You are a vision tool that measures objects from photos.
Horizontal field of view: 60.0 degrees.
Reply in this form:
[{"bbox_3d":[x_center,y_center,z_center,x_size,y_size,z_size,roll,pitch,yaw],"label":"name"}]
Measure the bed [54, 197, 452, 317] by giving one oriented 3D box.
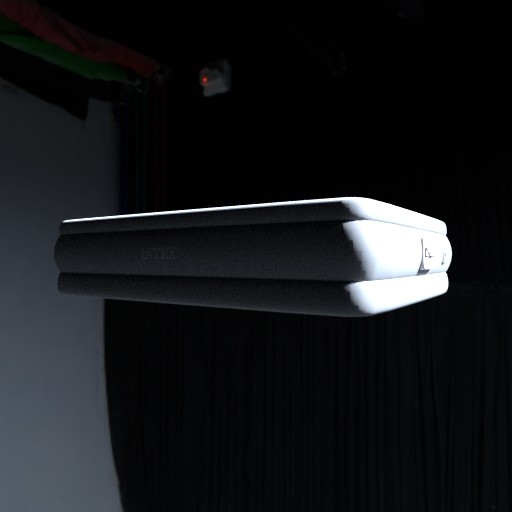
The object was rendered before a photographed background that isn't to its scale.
[{"bbox_3d":[0.000,0.000,2.678,2.036,0.460,1.520,0,0,34],"label":"bed"}]
